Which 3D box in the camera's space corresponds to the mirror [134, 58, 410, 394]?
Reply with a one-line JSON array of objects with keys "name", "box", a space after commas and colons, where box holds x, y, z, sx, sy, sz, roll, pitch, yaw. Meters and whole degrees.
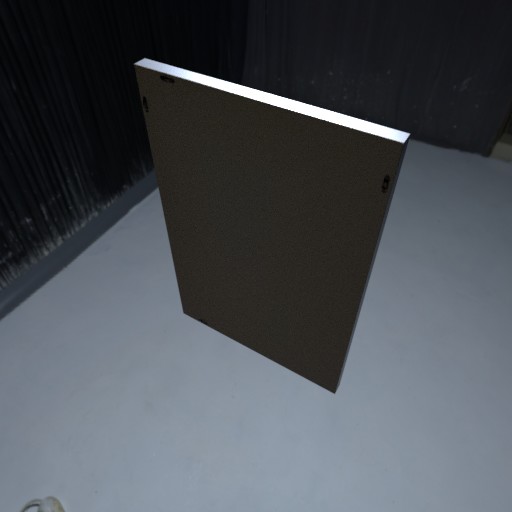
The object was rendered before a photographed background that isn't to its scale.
[{"name": "mirror", "box": [0.000, 0.000, 1.202, 0.609, 0.915, 0.040, 24, 51, 21]}]
